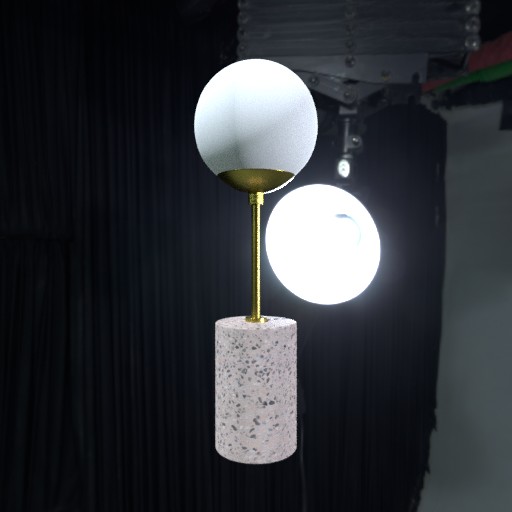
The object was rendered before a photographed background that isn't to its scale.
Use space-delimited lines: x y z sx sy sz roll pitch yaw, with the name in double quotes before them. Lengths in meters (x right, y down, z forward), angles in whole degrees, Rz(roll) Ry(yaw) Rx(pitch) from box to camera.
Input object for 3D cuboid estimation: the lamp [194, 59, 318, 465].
"lamp" 0.000 0.000 0.558 0.153 0.480 0.153 0 0 0
